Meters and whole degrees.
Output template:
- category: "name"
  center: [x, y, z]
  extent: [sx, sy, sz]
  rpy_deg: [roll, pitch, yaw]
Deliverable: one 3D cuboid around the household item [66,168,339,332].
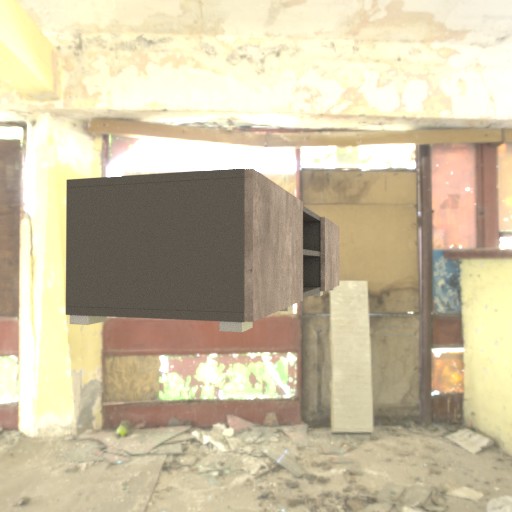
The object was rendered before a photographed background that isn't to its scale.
- category: "household item"
  center: [0.000, 0.000, 1.555]
  extent: [0.420, 0.310, 1.400]
  rpy_deg: [0, -1, 17]
